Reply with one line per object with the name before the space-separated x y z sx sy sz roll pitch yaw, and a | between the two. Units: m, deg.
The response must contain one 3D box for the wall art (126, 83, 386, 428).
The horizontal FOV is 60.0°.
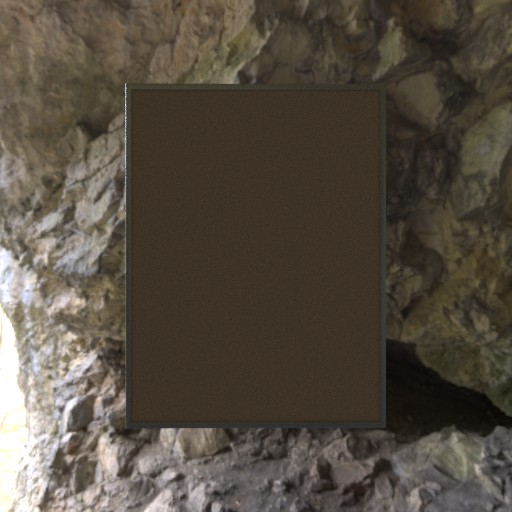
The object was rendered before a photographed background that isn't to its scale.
wall art | 0.000 0.000 1.387 0.803 1.062 0.041 0 0 0
